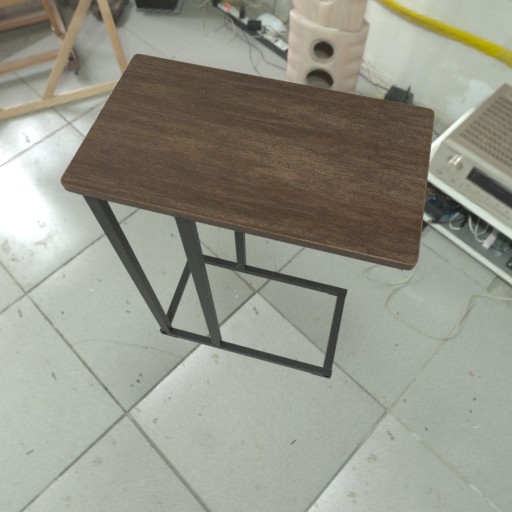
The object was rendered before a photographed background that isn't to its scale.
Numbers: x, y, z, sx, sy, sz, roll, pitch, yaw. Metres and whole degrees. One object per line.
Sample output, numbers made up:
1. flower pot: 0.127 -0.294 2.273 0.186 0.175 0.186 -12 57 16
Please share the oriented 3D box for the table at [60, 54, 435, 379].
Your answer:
1. table: 0.000 0.000 0.870 0.450 0.637 0.254 13 63 7
